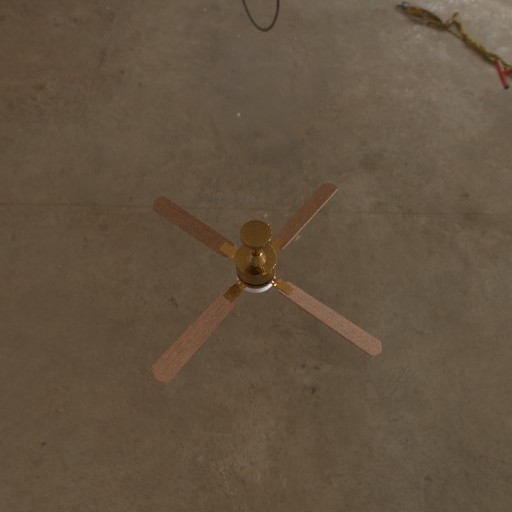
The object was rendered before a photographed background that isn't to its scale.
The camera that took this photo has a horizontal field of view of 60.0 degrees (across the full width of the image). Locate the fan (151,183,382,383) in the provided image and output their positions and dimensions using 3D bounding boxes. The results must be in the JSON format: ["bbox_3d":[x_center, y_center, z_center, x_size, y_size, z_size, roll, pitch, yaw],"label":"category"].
[{"bbox_3d":[0.000,0.000,1.977,1.320,0.355,1.320,33,64,19],"label":"fan"}]
